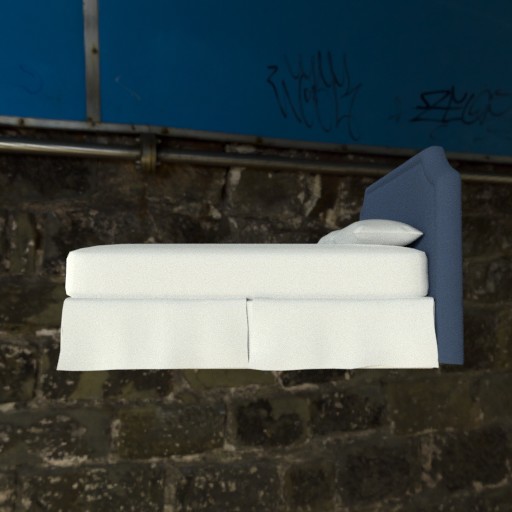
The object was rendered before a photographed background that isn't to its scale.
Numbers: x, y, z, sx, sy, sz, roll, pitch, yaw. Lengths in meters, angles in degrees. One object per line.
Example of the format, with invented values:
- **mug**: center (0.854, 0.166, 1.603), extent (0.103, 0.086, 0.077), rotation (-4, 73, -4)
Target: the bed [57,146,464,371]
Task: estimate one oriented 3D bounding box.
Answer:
- **bed**: center (0.000, 0.000, 3.306), extent (2.260, 1.297, 1.831), rotation (0, -1, -1)
